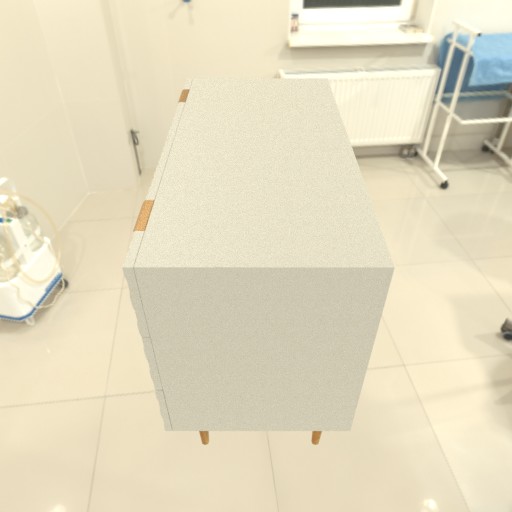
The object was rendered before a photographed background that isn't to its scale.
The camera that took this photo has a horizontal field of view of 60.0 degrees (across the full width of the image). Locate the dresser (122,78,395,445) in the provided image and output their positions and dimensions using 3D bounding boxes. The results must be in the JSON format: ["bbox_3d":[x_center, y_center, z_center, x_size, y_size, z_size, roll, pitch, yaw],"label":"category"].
[{"bbox_3d":[0.000,0.000,1.306,0.457,0.721,0.905,0,40,0],"label":"dresser"}]
